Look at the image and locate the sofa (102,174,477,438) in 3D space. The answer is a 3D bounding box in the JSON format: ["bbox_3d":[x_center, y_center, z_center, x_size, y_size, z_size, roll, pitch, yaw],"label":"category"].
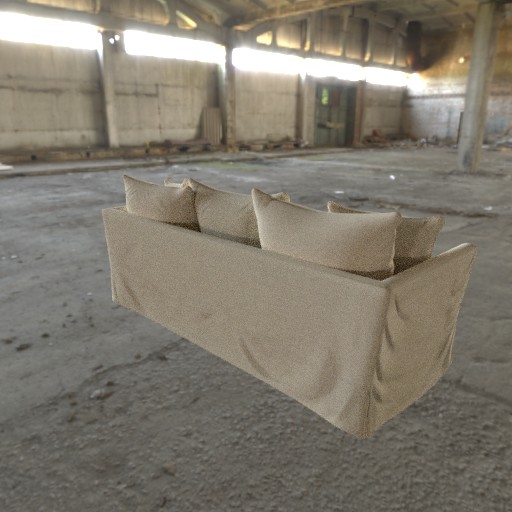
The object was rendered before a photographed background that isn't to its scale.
[{"bbox_3d":[0.000,0.000,3.013,1.030,1.042,2.484,-16,23,-43],"label":"sofa"}]
